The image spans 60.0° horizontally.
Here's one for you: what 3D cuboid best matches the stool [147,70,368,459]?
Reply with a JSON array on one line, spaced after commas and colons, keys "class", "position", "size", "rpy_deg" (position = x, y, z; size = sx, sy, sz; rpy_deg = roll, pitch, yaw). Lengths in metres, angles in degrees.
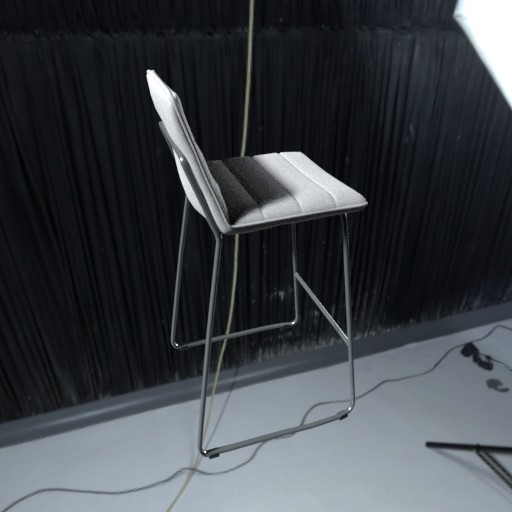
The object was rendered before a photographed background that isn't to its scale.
[{"class": "stool", "position": [0.000, 0.000, 1.251], "size": [0.490, 0.960, 0.490], "rpy_deg": [-9, 31, -16]}]
